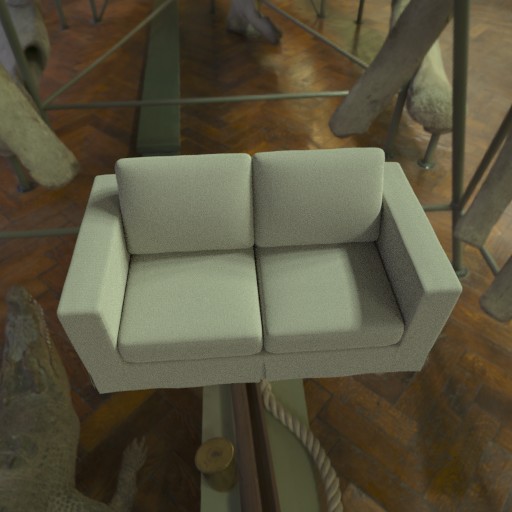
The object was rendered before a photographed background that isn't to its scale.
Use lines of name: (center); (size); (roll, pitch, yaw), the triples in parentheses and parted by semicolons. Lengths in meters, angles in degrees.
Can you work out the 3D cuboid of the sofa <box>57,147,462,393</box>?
sofa: (0.000, 0.000, 2.414); (1.813, 0.932, 1.009); (-3, 47, -3)
